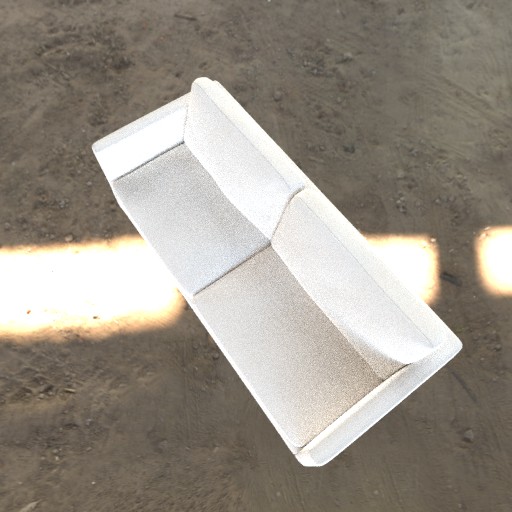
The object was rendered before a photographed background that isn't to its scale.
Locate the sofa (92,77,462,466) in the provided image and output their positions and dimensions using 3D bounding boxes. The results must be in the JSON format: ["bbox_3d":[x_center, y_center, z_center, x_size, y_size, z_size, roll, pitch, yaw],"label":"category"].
[{"bbox_3d":[0.000,0.000,2.578,0.924,0.933,2.139,-33,69,-14],"label":"sofa"}]
